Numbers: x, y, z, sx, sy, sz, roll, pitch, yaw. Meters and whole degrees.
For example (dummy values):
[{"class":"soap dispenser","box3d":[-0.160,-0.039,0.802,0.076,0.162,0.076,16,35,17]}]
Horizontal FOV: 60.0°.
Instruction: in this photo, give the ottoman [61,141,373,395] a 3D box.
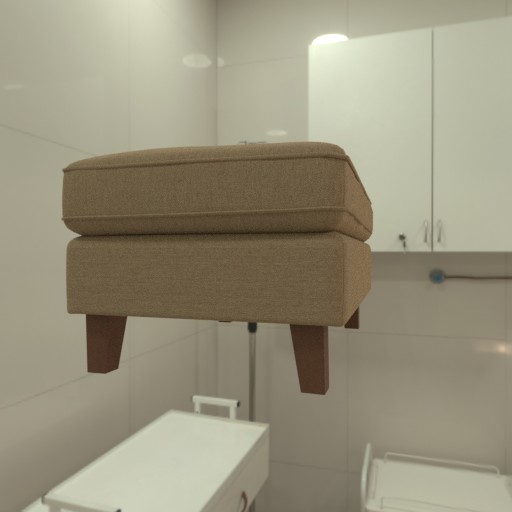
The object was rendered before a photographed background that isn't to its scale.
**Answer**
[{"class":"ottoman","box3d":[0.000,0.000,1.304,0.636,0.521,0.945,0,0,18]}]
